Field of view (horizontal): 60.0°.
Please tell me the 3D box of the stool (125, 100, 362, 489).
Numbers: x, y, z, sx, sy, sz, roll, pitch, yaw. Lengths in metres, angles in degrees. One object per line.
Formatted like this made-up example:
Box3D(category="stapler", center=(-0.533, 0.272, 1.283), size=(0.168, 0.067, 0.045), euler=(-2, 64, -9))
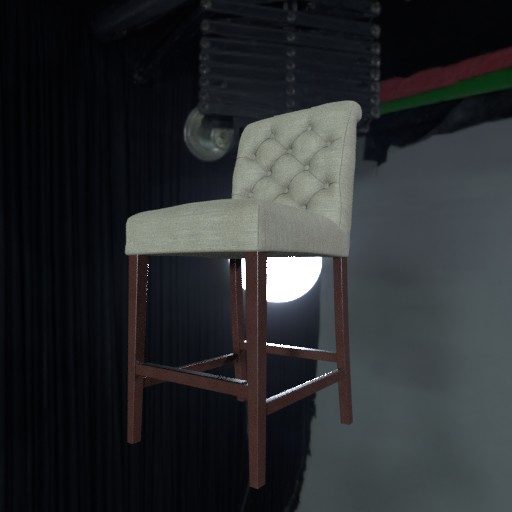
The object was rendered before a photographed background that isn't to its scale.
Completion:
Box3D(category="stool", center=(0.000, 0.000, 1.413), size=(0.486, 1.084, 0.660), euler=(-1, -2, 36))
